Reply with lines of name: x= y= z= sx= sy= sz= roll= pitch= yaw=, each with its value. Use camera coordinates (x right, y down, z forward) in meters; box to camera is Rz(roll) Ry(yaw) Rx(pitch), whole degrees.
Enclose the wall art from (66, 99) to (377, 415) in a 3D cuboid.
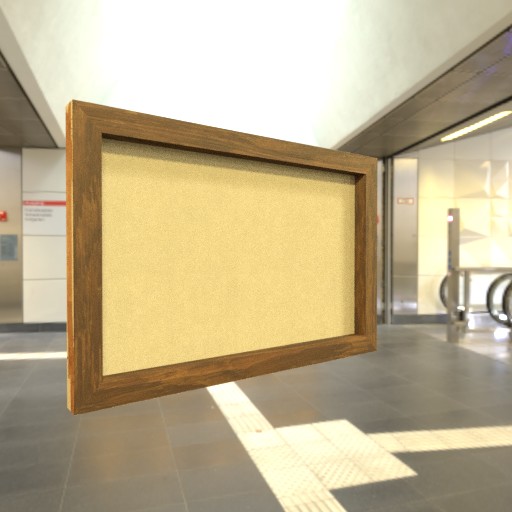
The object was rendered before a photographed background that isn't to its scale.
wall art: x=0.000 y=0.000 z=0.763 sx=0.609 sy=0.405 sz=0.035 roll=-1 pitch=1 yaw=-37
